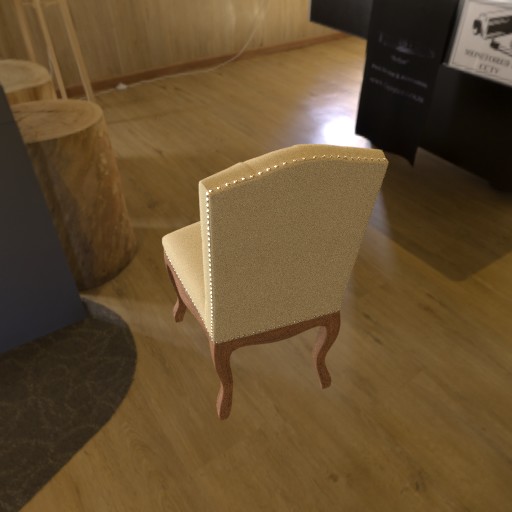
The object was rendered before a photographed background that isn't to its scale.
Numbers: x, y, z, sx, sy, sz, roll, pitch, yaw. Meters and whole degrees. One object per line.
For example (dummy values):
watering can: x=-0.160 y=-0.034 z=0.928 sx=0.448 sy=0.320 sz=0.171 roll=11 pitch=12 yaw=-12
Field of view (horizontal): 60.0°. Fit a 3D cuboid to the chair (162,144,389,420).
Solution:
chair: x=0.000 y=0.000 z=1.623 sx=0.623 sy=1.165 sz=0.715 roll=-12 pitch=42 yaw=-14
